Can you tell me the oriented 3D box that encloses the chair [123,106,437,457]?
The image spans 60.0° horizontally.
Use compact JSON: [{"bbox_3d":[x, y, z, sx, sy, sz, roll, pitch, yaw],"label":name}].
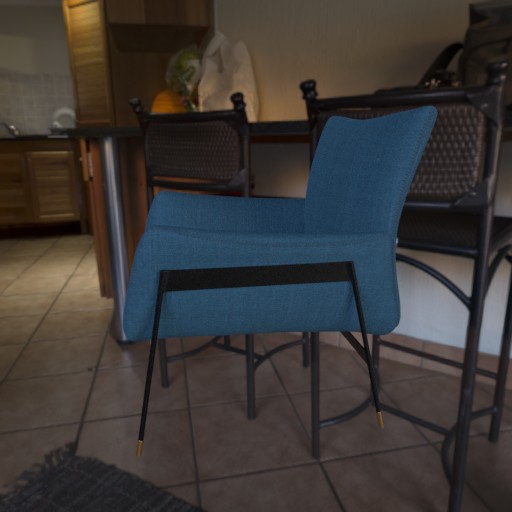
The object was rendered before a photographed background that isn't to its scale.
[{"bbox_3d":[0.000,0.000,1.380,0.769,0.859,0.678,-3,16,-10],"label":"chair"}]
